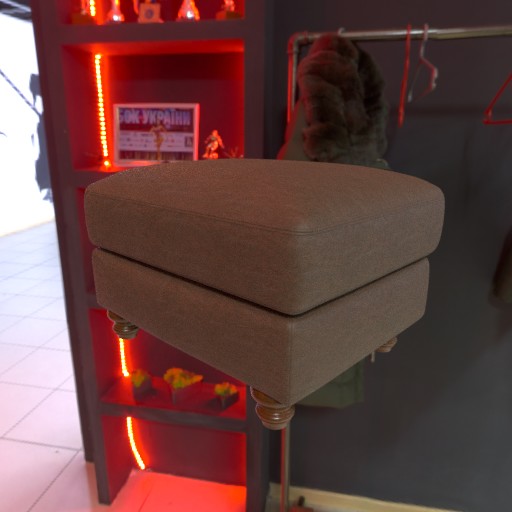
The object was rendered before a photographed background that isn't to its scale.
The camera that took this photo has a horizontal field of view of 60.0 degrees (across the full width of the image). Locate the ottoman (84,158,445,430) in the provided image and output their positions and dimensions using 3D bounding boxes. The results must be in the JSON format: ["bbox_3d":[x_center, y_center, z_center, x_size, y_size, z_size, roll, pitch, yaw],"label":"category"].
[{"bbox_3d":[0.000,0.000,1.210,0.787,0.508,0.635,15,22,42],"label":"ottoman"}]
